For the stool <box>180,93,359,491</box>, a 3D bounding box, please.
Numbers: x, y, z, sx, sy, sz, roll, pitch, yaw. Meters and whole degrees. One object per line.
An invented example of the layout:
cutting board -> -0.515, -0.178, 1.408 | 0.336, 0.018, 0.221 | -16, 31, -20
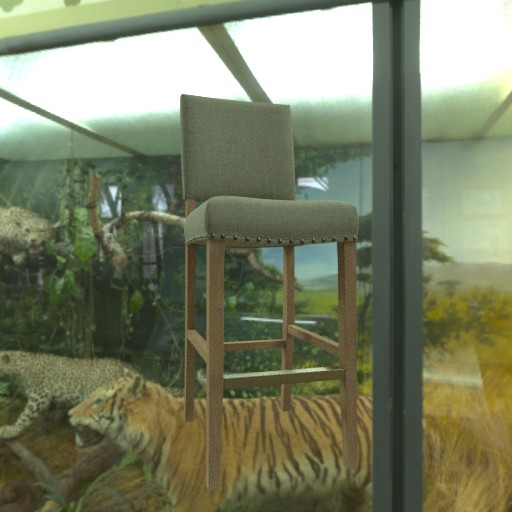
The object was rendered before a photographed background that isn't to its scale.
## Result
stool -> 0.000, 0.000, 1.460 | 0.445, 1.203, 0.585 | 0, 0, -17
